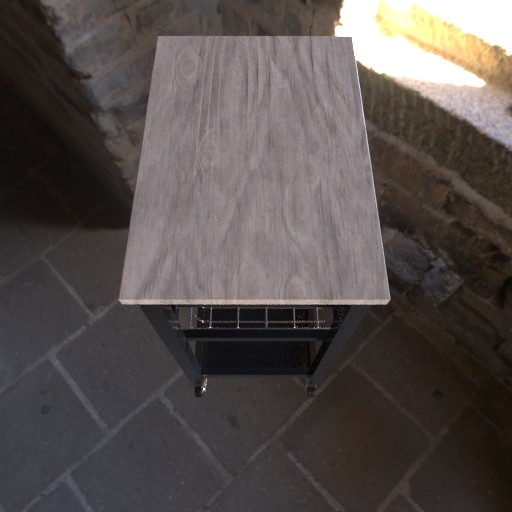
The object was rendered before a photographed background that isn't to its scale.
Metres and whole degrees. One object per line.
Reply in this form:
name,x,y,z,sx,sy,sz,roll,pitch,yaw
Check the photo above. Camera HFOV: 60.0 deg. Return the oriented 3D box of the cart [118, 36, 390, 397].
cart,0.000,0.000,1.148,0.403,0.839,0.584,0,63,0
